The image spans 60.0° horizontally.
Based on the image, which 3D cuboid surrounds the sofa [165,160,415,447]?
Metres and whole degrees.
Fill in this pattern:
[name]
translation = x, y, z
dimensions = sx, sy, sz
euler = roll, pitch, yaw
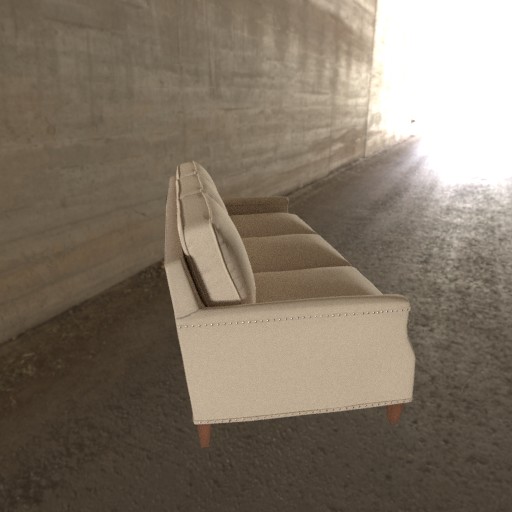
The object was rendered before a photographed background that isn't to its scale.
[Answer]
[sofa]
translation = 0.000, 0.000, 2.842
dimensions = 1.084, 1.003, 2.246
euler = -3, 19, -9
